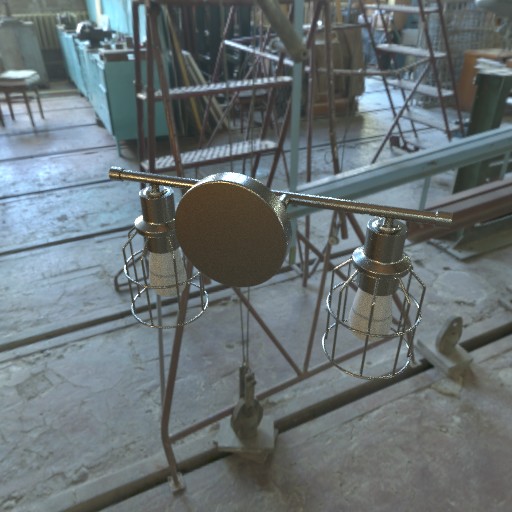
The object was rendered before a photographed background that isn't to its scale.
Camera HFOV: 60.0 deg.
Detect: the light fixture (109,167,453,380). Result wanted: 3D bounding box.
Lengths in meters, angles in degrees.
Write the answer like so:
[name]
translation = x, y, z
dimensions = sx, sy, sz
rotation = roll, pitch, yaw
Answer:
[light fixture]
translation = 0.000, 0.000, 0.528
dimensions = 0.406, 0.254, 0.165
rotation = 10, 33, 16
